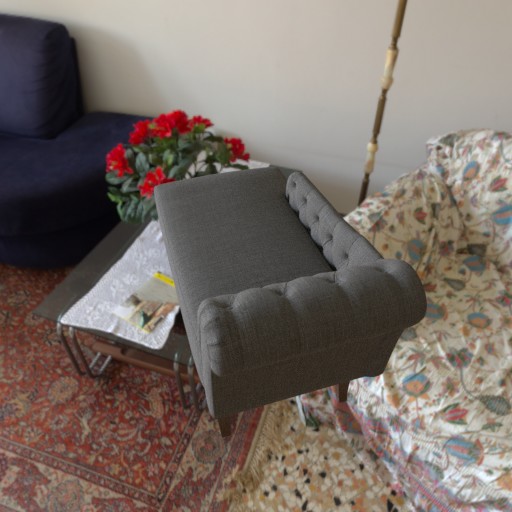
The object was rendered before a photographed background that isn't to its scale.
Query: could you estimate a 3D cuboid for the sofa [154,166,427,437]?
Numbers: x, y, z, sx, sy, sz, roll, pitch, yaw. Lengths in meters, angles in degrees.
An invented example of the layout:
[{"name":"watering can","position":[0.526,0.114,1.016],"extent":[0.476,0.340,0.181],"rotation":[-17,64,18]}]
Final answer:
[{"name":"sofa","position":[0.000,0.000,1.820],"extent":[0.675,0.787,1.379],"rotation":[-12,43,-13]}]
